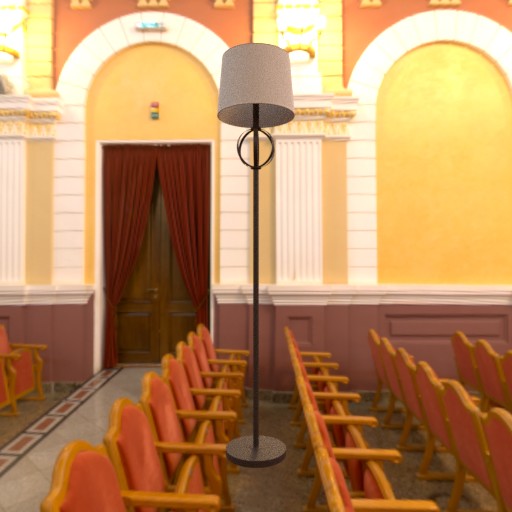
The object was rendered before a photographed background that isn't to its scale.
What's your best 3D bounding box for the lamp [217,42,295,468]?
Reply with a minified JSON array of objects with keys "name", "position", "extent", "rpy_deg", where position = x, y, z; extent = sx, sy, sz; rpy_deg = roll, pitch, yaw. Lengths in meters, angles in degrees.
[{"name":"lamp","position":[0.000,0.000,1.642],"extent":[0.286,1.462,0.286],"rpy_deg":[0,0,2]}]
